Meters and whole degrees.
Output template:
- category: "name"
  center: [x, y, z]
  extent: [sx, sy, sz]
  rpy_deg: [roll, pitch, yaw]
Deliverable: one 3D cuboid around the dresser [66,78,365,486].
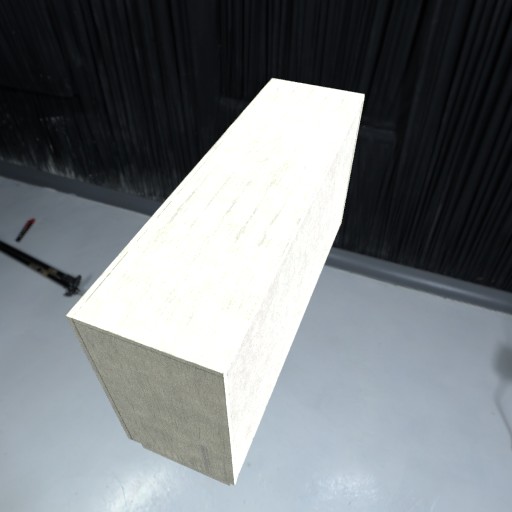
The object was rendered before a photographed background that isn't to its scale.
- category: "dresser"
  center: [0.000, 0.000, 2.008]
  extent: [0.483, 0.889, 1.628]
  rpy_deg: [16, 48, 15]
